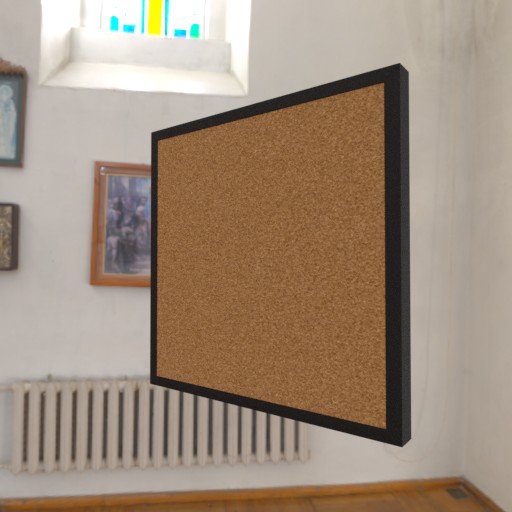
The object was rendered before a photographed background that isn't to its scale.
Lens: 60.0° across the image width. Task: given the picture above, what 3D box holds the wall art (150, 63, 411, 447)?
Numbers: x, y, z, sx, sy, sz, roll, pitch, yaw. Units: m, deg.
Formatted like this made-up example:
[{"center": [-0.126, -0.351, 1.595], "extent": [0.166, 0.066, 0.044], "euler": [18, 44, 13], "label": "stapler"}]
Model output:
[{"center": [0.000, 0.000, 0.748], "extent": [0.506, 0.503, 0.036], "euler": [-1, -1, 38], "label": "wall art"}]
